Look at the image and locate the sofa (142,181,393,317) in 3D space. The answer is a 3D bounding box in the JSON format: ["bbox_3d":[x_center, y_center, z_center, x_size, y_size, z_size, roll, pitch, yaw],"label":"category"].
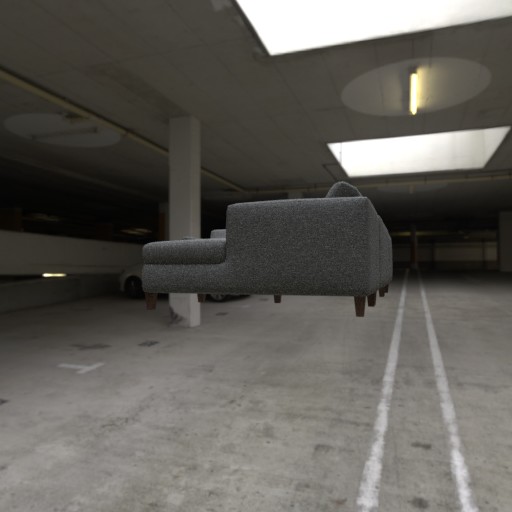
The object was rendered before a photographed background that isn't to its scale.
[{"bbox_3d":[0.000,0.000,4.515,2.551,0.853,3.238,-1,-2,19],"label":"sofa"}]
